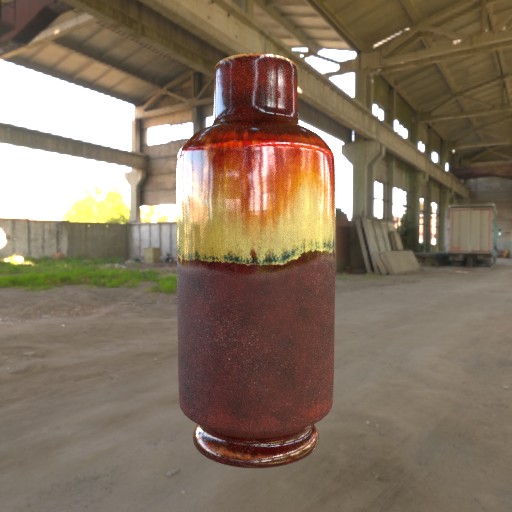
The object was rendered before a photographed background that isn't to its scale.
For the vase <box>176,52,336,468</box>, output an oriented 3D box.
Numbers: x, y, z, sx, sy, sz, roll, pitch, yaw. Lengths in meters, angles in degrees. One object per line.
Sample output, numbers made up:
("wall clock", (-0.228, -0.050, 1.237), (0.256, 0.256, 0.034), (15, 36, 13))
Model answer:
("vase", (0.000, 0.000, 0.314), (0.111, 0.261, 0.111), (0, 2, 0))
